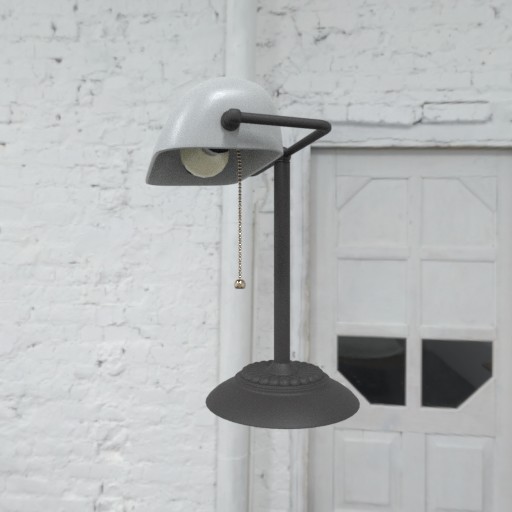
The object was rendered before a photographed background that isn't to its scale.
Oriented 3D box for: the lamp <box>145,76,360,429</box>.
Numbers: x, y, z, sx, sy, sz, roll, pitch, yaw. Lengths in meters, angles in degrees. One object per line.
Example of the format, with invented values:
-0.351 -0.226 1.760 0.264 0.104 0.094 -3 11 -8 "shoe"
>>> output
0.000 0.000 0.513 0.243 0.339 0.264 0 0 -17 "lamp"
